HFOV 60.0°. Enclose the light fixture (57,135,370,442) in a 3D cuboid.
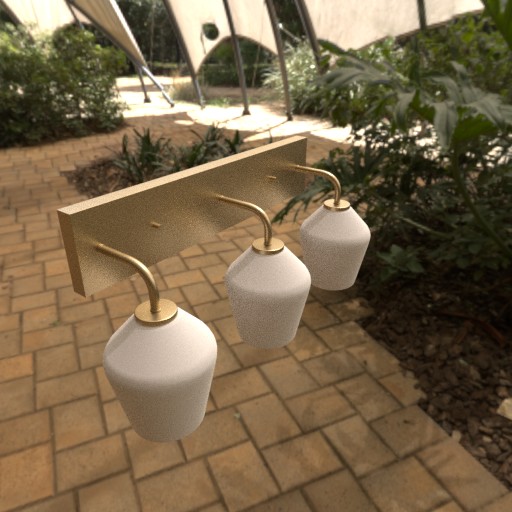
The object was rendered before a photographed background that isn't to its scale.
[{"bbox_3d":[0.000,0.000,0.727,0.190,0.280,0.609,18,32,32],"label":"light fixture"}]
